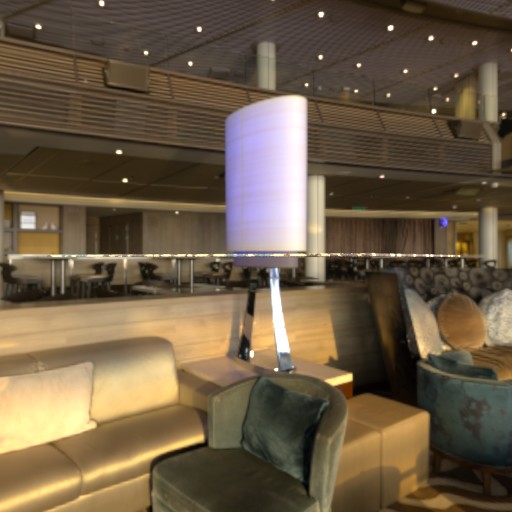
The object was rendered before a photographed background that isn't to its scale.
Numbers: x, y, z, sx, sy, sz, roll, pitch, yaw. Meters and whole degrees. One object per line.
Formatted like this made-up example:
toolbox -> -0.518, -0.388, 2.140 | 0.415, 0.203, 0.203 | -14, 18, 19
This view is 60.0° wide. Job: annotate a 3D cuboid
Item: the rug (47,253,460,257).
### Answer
rug -> 0.000, 0.000, 3.007 | 2.261, 0.013, 1.676 | 0, 0, 35
